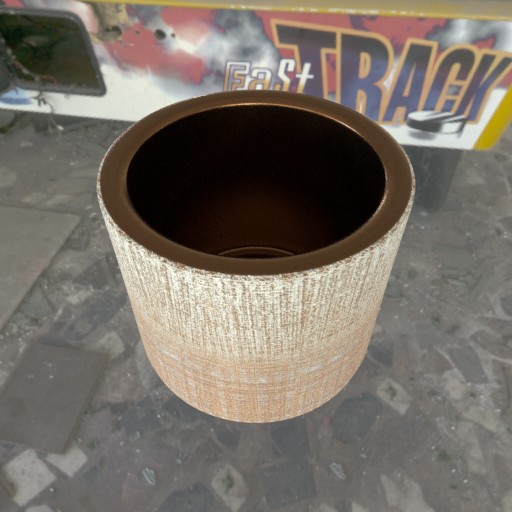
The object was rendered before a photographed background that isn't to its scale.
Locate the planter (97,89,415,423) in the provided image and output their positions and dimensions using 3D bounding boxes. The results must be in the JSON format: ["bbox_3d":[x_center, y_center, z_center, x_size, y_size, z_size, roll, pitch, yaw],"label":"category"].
[{"bbox_3d":[0.000,0.000,0.186,0.109,0.096,0.109,0,47,0],"label":"planter"}]
